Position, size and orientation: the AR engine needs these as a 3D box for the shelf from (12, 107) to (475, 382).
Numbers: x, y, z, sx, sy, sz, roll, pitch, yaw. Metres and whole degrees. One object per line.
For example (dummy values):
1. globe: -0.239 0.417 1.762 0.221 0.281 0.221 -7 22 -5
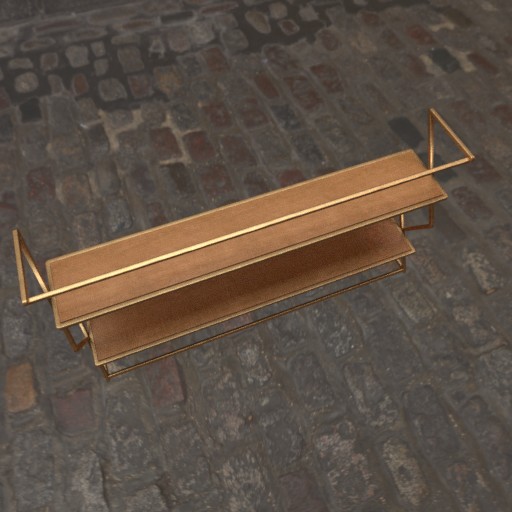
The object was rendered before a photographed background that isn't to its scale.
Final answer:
1. shelf: 0.000 0.000 0.978 0.822 0.450 0.150 -19 61 -11
